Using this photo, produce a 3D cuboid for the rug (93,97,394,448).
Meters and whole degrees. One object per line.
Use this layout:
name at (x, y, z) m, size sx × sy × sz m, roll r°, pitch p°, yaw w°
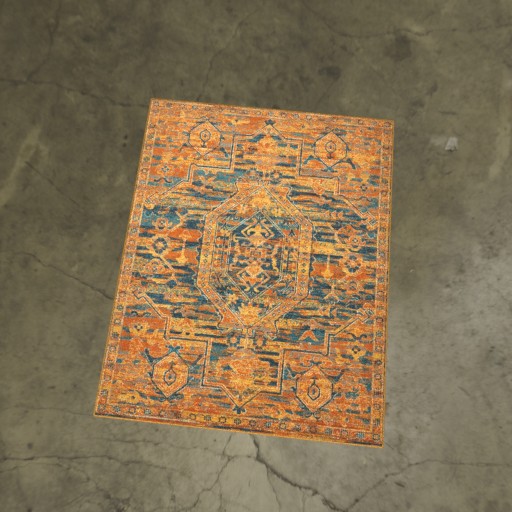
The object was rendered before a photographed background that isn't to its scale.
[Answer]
rug at (0.000, 0.000, 4.051) m, size 2.435 × 0.031 × 3.040 m, roll 6°, pitch 76°, yaw 1°
